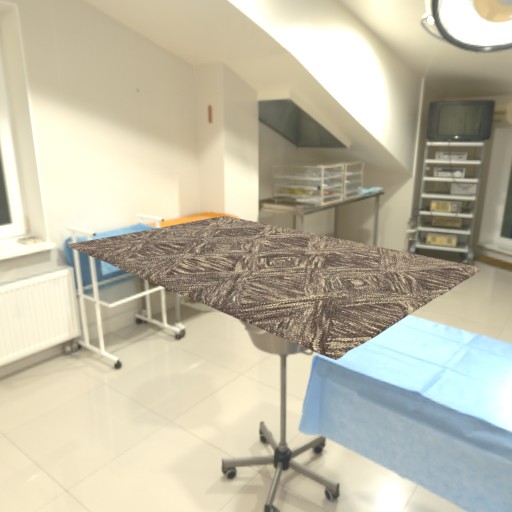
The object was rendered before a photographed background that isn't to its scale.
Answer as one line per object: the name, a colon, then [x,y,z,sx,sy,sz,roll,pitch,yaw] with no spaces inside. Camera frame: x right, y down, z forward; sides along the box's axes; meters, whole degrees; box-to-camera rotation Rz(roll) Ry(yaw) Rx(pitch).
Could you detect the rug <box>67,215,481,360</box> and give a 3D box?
rug: [0.000,0.000,2.276,1.814,0.012,1.186,15,22,42]
